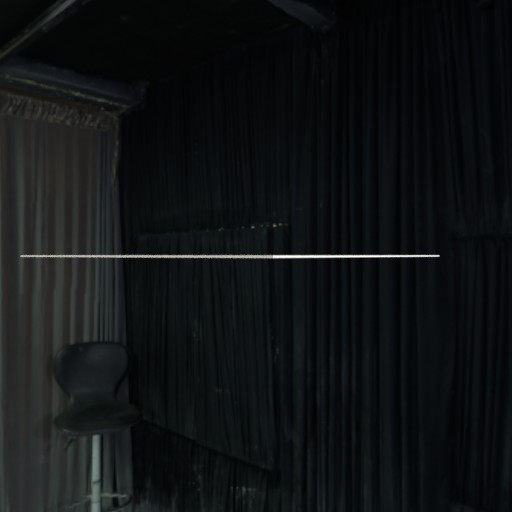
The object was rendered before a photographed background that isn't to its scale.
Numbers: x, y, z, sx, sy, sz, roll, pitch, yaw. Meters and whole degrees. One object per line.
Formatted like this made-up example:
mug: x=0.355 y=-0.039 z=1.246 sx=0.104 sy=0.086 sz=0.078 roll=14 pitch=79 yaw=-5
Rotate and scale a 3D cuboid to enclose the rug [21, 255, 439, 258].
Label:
rug: x=0.000 y=0.000 z=4.049 sx=2.446 sy=0.015 sz=3.046 roll=0 pitch=0 yaw=36
